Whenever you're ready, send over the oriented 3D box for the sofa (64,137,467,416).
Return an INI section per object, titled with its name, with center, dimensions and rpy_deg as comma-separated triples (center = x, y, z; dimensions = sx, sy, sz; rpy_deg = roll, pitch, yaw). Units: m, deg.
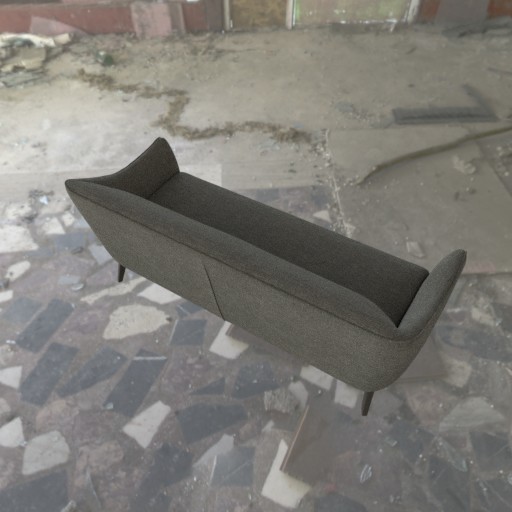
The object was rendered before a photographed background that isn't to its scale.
[sofa]
center = 0.000, 0.000, 2.388
dimensions = 1.928, 0.829, 0.867
rpy_deg = 24, 52, 21
